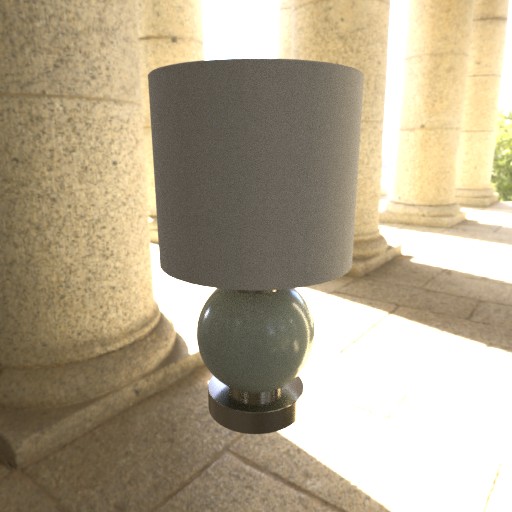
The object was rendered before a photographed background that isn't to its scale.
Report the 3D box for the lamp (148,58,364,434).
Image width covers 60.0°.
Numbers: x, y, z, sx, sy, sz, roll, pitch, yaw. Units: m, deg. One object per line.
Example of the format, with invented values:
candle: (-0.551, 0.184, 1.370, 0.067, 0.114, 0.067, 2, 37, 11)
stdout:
lamp: (0.000, 0.000, 0.467, 0.201, 0.353, 0.201, 2, 15, 8)
